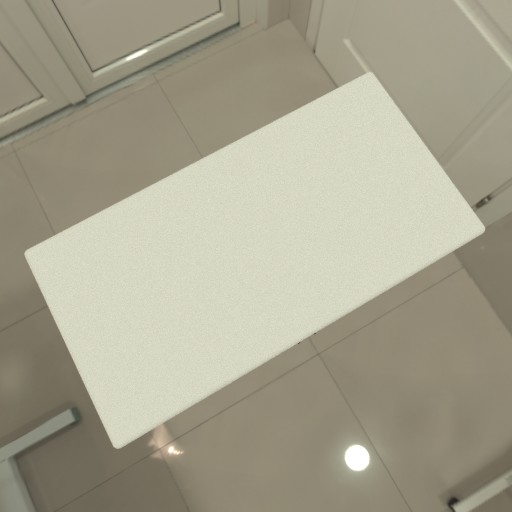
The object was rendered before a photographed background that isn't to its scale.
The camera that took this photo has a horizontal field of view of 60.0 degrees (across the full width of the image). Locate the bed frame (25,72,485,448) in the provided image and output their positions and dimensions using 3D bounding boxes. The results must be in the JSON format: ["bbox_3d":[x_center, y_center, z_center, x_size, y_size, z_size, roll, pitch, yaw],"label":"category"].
[{"bbox_3d":[0.000,0.000,2.392,1.950,0.659,1.023,-29,78,-7],"label":"bed frame"}]
